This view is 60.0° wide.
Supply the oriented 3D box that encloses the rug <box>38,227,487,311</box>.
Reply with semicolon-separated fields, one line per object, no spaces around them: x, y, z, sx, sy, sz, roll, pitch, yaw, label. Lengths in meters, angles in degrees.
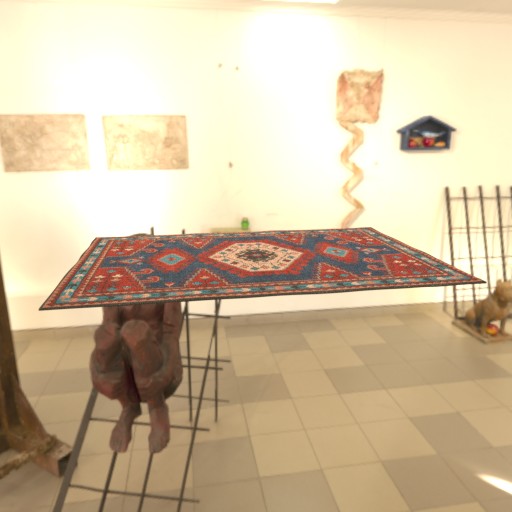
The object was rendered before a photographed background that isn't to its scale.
0.000;0.000;2.332;1.820;0.012;1.207;-3;15;-10;rug
